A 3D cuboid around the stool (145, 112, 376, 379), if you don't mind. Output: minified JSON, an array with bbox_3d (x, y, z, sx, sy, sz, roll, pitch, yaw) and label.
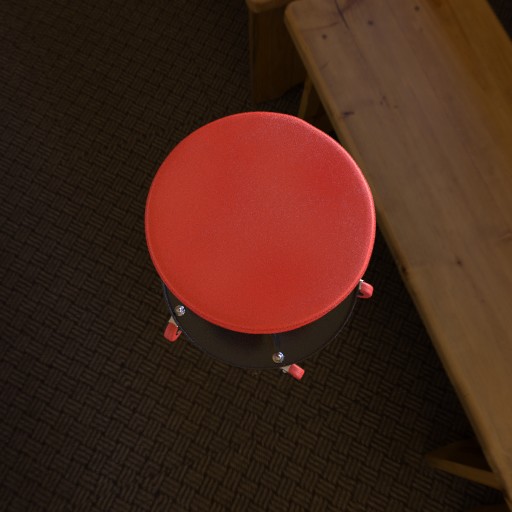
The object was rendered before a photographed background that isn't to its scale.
[{"bbox_3d":[0.000,0.000,0.688,0.381,0.365,0.382,38,78,9],"label":"stool"}]
